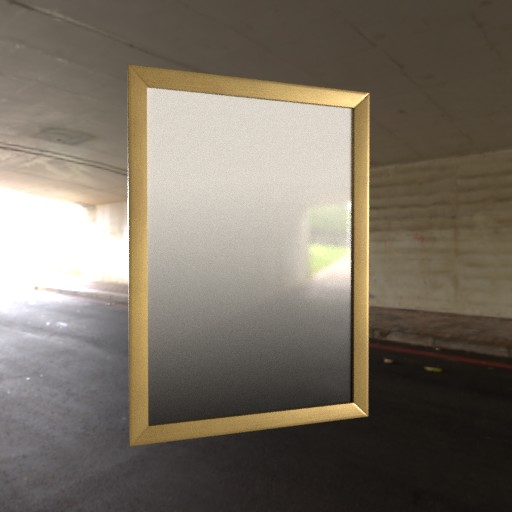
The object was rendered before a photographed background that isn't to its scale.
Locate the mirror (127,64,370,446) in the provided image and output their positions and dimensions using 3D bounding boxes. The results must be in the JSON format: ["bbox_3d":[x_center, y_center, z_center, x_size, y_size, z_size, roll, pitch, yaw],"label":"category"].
[{"bbox_3d":[0.000,0.000,0.917,0.507,0.710,0.040,0,1,-17],"label":"mirror"}]
